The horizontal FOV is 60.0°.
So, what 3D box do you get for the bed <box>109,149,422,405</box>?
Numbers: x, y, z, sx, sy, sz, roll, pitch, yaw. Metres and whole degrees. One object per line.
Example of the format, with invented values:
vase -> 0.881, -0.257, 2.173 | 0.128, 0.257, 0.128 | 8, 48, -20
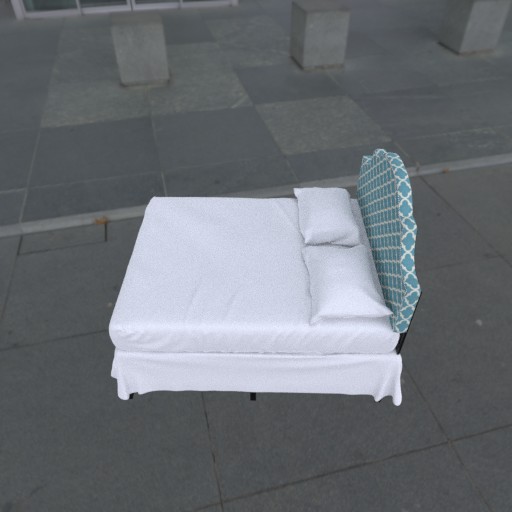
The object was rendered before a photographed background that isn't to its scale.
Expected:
bed -> 0.000, 0.000, 3.473 | 2.222, 1.633, 1.780 | 1, 42, 1
